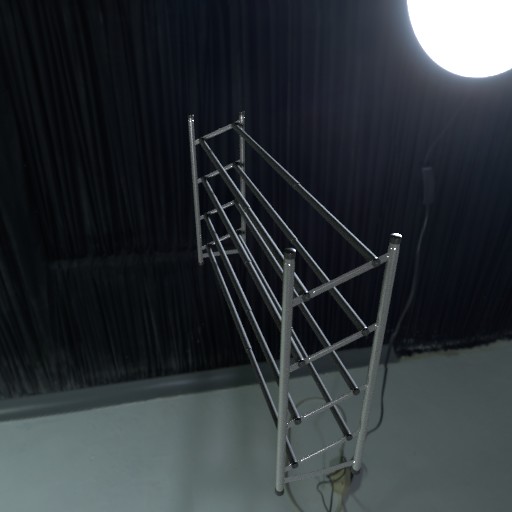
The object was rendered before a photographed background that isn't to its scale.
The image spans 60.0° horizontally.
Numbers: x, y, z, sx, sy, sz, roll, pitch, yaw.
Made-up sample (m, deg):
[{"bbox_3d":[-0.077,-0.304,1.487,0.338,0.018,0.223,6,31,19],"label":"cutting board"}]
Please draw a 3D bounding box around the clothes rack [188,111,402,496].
[{"bbox_3d":[0.000,0.000,1.424,0.229,0.672,1.168,-8,30,-14],"label":"clothes rack"}]
